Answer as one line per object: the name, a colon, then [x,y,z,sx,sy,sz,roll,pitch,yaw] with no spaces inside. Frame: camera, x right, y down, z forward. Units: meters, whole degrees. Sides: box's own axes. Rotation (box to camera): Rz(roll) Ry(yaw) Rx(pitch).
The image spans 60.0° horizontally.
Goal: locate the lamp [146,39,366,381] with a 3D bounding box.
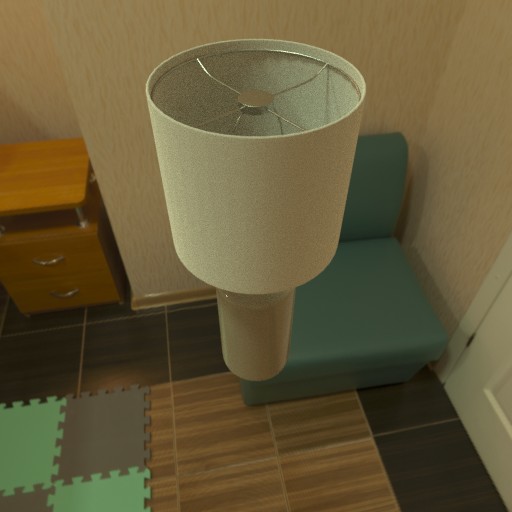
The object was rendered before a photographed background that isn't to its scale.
lamp: [0.000,0.000,0.608,0.212,0.493,0.212,-31,53,-26]
